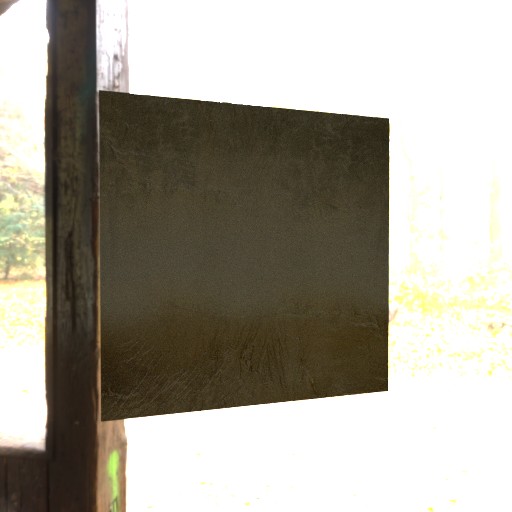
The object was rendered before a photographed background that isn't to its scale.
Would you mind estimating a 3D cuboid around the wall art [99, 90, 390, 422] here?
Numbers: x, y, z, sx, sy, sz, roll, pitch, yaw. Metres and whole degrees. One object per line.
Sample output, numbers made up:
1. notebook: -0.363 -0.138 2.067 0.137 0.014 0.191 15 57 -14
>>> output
1. wall art: 0.000 0.000 0.919 0.610 0.610 0.038 0 1 -17
